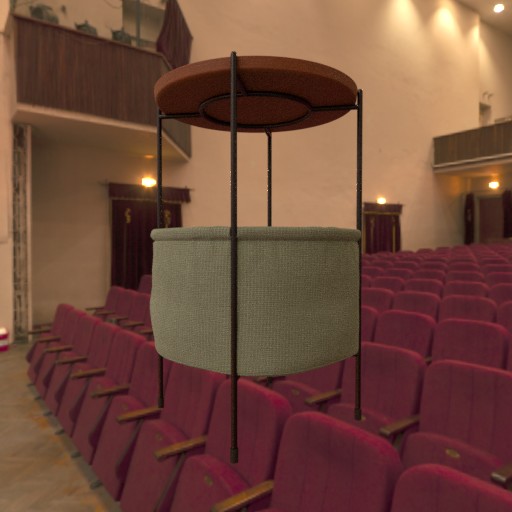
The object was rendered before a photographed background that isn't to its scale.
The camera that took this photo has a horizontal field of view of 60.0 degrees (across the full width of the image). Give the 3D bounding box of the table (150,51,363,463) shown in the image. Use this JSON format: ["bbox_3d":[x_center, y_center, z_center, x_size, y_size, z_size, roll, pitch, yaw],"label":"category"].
[{"bbox_3d":[0.000,0.000,0.869,0.400,0.623,0.400,-1,2,-35],"label":"table"}]
